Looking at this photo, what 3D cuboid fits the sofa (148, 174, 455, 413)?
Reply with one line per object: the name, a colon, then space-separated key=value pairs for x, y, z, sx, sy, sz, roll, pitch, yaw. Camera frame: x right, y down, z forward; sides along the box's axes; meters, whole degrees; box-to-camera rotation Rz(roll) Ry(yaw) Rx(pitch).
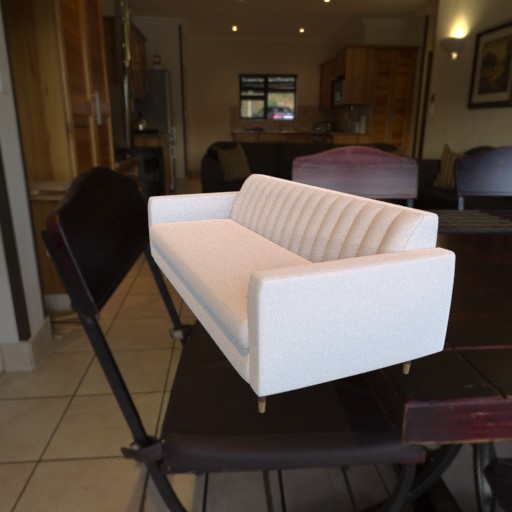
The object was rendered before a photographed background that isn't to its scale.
sofa: x=0.000 y=0.000 z=2.818 sx=0.990 sy=0.821 sz=2.291 roll=-7 pitch=17 yaw=-22
